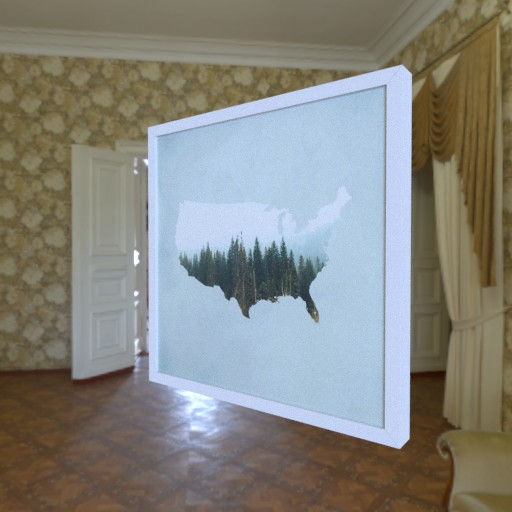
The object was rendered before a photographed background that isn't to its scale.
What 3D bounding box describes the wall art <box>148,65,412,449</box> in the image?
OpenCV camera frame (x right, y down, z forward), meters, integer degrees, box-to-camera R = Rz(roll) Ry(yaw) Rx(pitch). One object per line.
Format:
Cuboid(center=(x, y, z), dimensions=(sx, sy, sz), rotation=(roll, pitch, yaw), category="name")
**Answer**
Cuboid(center=(0.000, 0.000, 0.451), dimensions=(0.304, 0.304, 0.024), rotation=(1, 1, 37), category="wall art")
